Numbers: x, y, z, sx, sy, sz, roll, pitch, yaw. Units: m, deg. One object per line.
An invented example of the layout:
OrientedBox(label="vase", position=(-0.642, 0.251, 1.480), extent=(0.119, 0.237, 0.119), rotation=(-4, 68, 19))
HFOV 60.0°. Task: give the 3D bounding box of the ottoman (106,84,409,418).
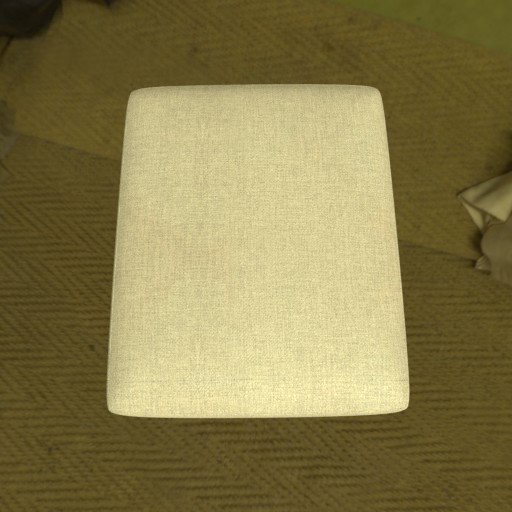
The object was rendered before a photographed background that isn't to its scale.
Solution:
OrientedBox(label="ottoman", position=(0.000, 0.000, 1.220), extent=(0.671, 0.490, 0.820), rotation=(-1, 75, 0))
